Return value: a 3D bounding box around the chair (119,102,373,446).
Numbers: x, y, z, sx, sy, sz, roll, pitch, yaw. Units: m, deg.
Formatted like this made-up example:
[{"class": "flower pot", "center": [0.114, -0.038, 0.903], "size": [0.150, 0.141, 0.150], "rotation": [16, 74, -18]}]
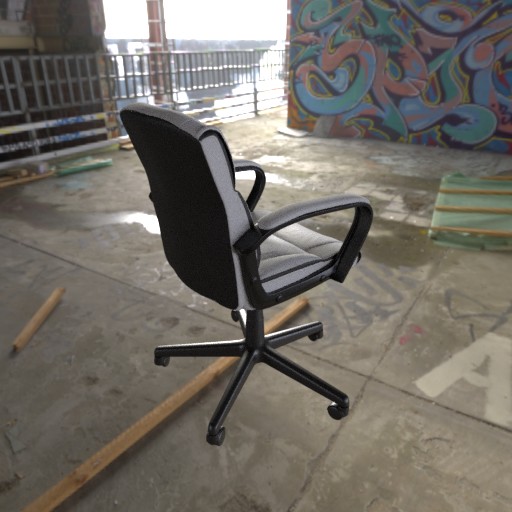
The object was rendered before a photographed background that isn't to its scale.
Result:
[{"class": "chair", "center": [0.000, 0.000, 1.473], "size": [0.717, 1.004, 0.739], "rotation": [-18, 31, -33]}]
